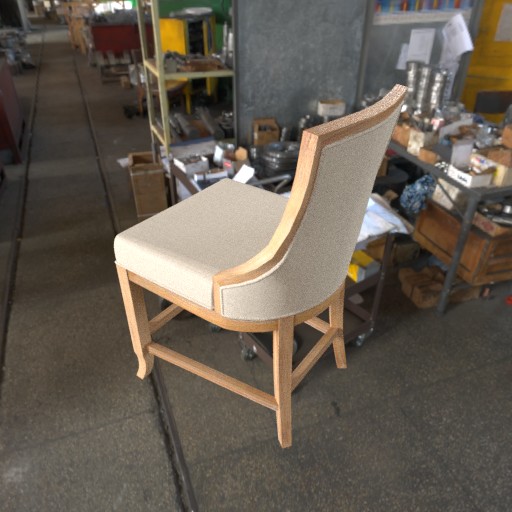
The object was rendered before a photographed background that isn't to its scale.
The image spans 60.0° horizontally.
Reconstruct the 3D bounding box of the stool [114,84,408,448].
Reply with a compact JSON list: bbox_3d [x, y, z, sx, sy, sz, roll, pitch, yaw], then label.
[{"bbox_3d":[0.000,0.000,1.281,0.626,0.938,0.524,21,39,29],"label":"stool"}]
